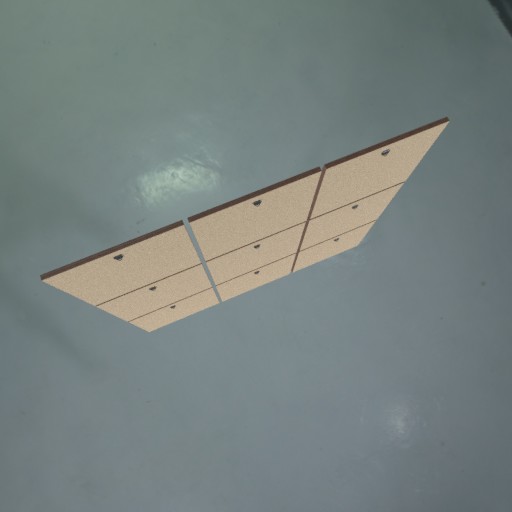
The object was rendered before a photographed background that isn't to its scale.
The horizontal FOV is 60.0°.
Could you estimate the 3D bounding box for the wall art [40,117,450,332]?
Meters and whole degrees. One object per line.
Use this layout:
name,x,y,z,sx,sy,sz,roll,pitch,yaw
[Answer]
wall art,0.000,0.000,1.343,0.906,0.904,0.018,-22,75,-6
